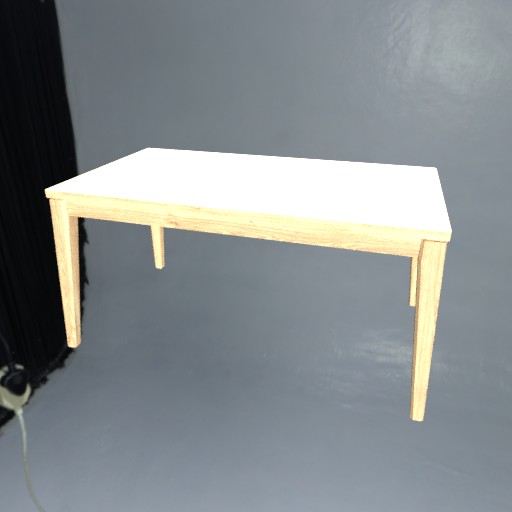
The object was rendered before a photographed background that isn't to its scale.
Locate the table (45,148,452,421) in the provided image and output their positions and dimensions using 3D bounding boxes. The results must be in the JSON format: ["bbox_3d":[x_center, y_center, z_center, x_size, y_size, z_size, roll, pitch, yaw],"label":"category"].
[{"bbox_3d":[0.000,0.000,2.115,1.600,0.760,0.900,8,27,15],"label":"table"}]
